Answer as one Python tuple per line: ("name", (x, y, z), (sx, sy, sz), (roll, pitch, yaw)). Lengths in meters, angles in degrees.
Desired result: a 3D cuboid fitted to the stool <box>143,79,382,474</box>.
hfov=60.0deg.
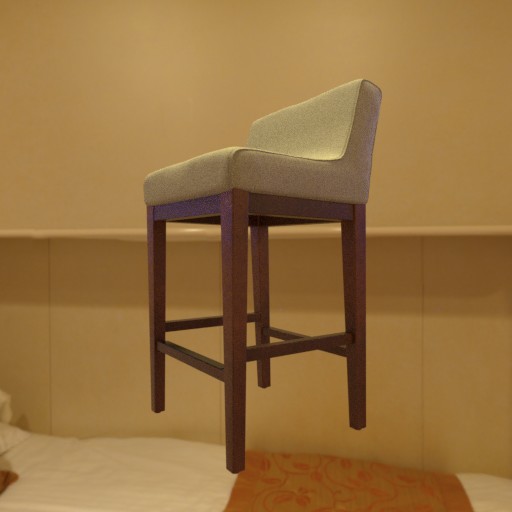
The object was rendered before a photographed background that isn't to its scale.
("stool", (0.000, 0.000, 1.263), (0.500, 0.937, 0.511), (-1, 2, -35))
